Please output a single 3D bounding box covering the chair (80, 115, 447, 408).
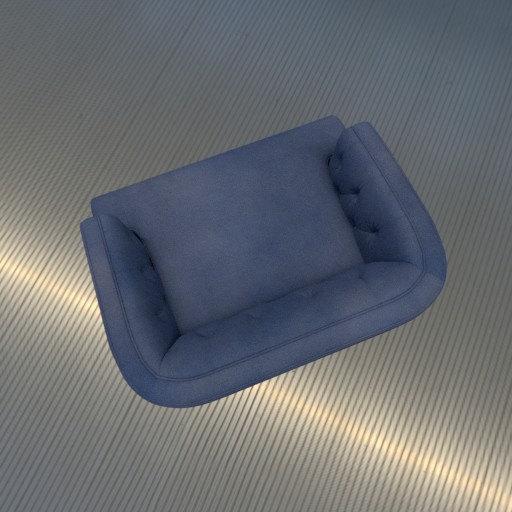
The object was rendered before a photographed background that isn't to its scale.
[{"bbox_3d":[0.000,0.000,1.772,1.118,0.787,0.914,-21,75,-6],"label":"chair"}]
